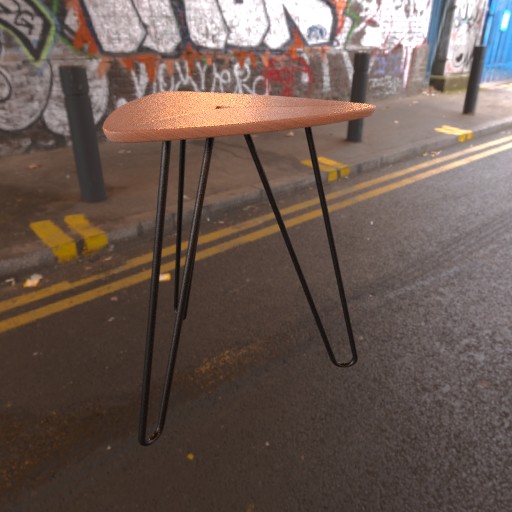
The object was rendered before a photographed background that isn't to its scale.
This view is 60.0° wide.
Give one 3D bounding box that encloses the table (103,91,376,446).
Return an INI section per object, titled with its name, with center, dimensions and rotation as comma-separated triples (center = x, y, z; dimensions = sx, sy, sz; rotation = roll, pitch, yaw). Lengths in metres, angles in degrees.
[table]
center = 0.000, 0.000, 0.870
dimensions = 0.455, 0.564, 0.442
rotation = 0, 27, -1
